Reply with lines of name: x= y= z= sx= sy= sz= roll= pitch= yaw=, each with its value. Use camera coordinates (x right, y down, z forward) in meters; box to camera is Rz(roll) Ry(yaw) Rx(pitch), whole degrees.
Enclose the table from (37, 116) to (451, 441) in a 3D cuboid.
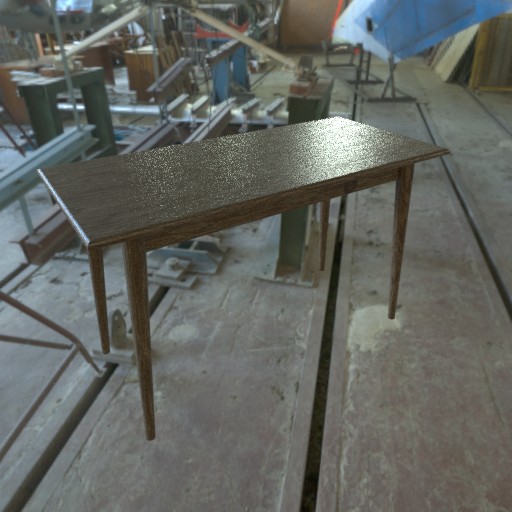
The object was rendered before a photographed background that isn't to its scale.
table: x=0.000 y=0.000 z=1.715 sx=1.300 sy=0.780 sz=0.599 roll=-18 pitch=35 yaw=-28
